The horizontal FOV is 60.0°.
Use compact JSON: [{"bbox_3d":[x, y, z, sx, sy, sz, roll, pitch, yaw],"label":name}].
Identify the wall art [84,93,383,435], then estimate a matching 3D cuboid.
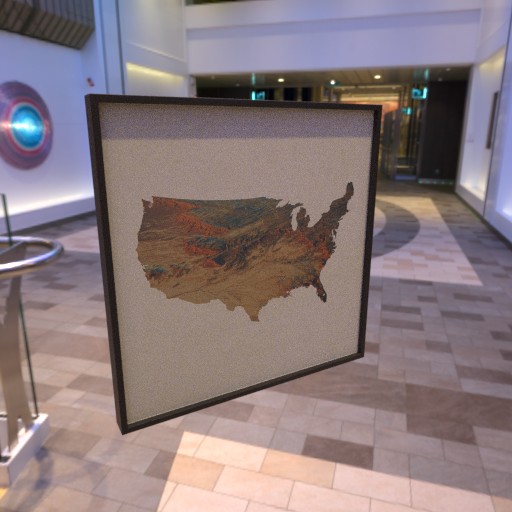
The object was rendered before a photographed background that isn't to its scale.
[{"bbox_3d":[0.000,0.000,0.766,0.507,0.507,0.038,-9,18,-29],"label":"wall art"}]
